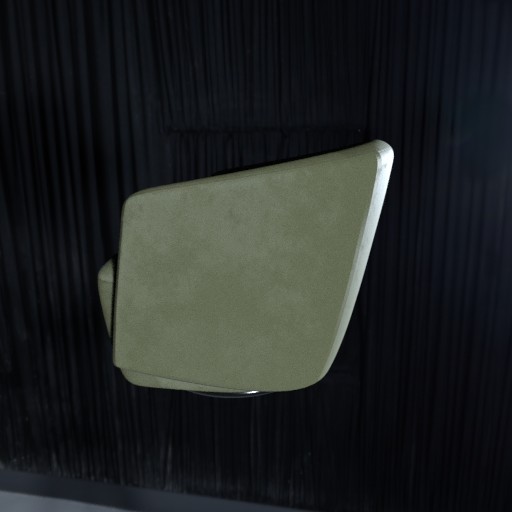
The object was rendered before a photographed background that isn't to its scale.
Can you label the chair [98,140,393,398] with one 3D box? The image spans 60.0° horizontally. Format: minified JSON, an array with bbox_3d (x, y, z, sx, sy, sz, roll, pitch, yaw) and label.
[{"bbox_3d":[0.000,0.000,1.378,0.767,0.698,0.773,2,14,9],"label":"chair"}]
